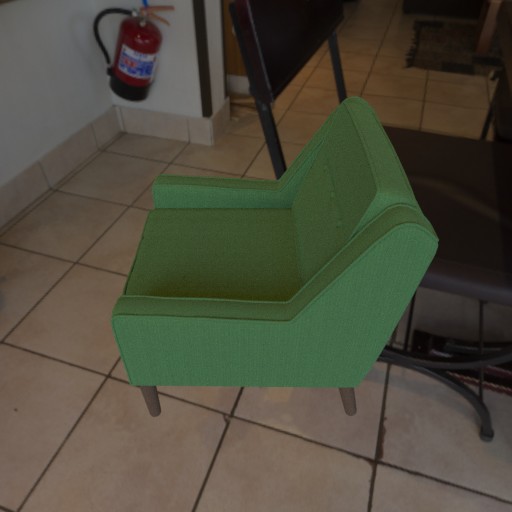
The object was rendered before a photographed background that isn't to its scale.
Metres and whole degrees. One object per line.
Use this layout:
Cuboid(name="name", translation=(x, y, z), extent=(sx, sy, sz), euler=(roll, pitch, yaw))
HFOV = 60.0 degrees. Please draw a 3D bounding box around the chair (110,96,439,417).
Cuboid(name="chair", translation=(0.000, 0.000, 1.348), extent=(0.743, 0.792, 0.663), euler=(0, 41, 0))
